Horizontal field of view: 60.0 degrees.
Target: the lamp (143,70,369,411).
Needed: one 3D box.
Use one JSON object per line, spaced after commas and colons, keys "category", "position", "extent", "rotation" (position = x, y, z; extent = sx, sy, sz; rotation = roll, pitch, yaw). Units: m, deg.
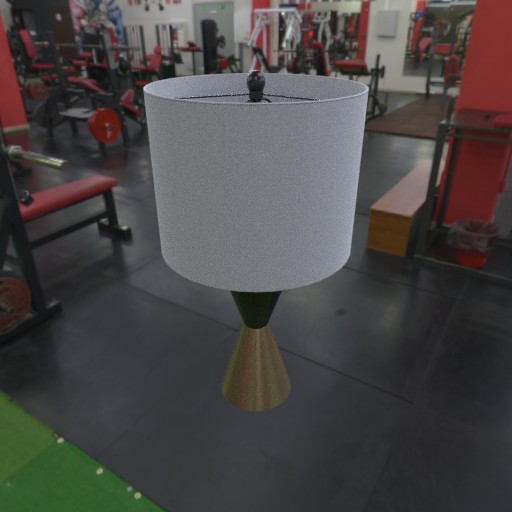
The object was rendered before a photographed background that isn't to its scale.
{"category": "lamp", "position": [0.000, 0.000, 0.737], "extent": [0.304, 0.573, 0.304], "rotation": [19, 33, 31]}
